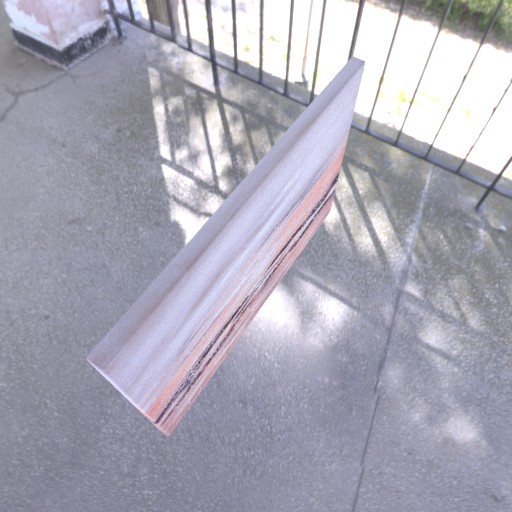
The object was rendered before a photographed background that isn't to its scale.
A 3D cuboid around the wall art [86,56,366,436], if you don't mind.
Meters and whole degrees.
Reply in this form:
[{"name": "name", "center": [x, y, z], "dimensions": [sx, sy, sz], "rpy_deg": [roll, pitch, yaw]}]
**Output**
[{"name": "wall art", "center": [0.000, 0.000, 1.145], "dimensions": [0.038, 0.609, 0.913], "rpy_deg": [30, 63, 17]}]
